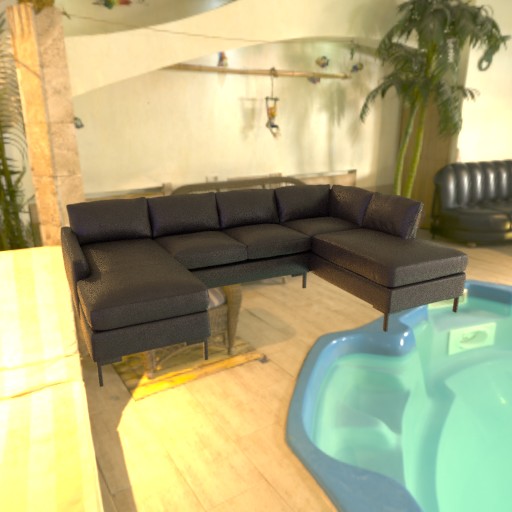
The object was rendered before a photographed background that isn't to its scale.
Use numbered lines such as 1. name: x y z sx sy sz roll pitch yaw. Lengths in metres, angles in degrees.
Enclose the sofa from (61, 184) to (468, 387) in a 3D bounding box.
1. sofa: 0.000 0.000 3.810 2.956 0.900 1.939 -8 19 -26
